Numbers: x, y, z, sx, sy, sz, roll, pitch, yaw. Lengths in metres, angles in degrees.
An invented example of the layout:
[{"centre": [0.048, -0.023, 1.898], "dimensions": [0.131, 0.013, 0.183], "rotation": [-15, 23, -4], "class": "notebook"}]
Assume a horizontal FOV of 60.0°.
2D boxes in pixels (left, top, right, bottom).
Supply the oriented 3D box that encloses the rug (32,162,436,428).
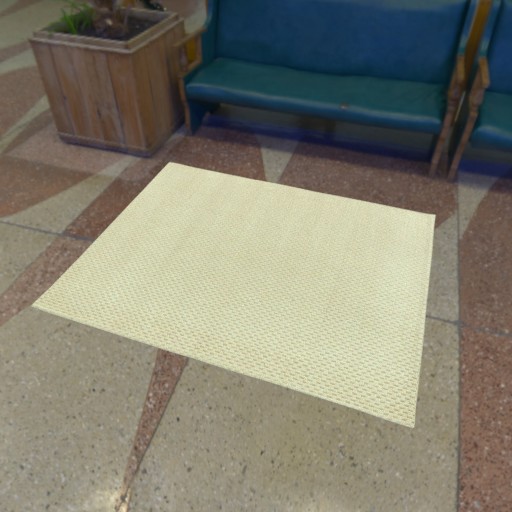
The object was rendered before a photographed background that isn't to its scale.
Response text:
[{"centre": [0.000, 0.000, 3.870], "dimensions": [2.897, 0.035, 2.277], "rotation": [14, 45, 14], "class": "rug"}]
